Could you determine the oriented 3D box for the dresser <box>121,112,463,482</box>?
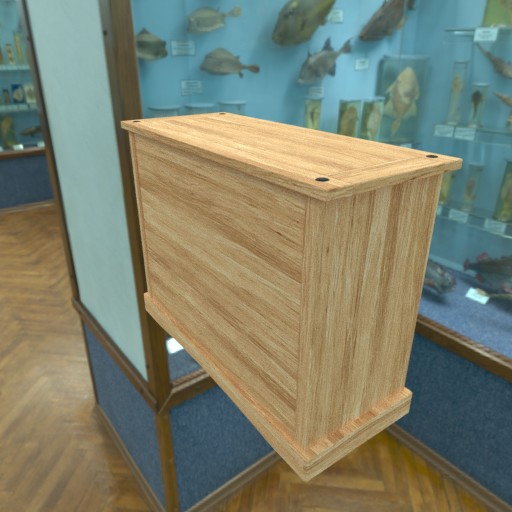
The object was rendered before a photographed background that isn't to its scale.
[{"bbox_3d":[0.000,0.000,1.384,0.410,0.740,0.990,-17,30,-32],"label":"dresser"}]
